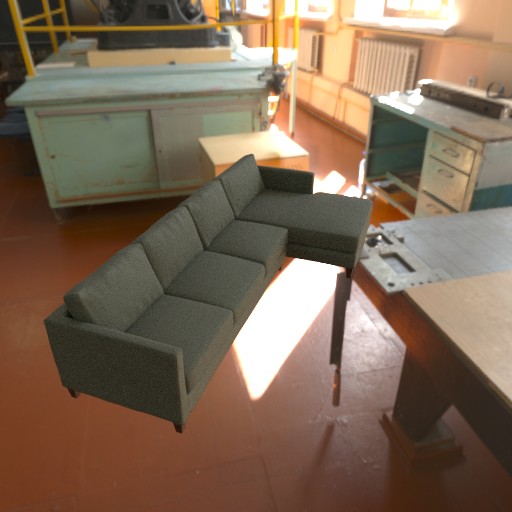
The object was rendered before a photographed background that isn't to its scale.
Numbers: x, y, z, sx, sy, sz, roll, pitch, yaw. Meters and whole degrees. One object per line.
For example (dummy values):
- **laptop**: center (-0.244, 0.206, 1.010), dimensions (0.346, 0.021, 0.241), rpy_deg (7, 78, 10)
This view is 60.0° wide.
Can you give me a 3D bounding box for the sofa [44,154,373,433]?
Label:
- **sofa**: center (0.000, 0.000, 3.873), dimensions (1.625, 0.861, 3.186), rpy_deg (11, 32, 17)
